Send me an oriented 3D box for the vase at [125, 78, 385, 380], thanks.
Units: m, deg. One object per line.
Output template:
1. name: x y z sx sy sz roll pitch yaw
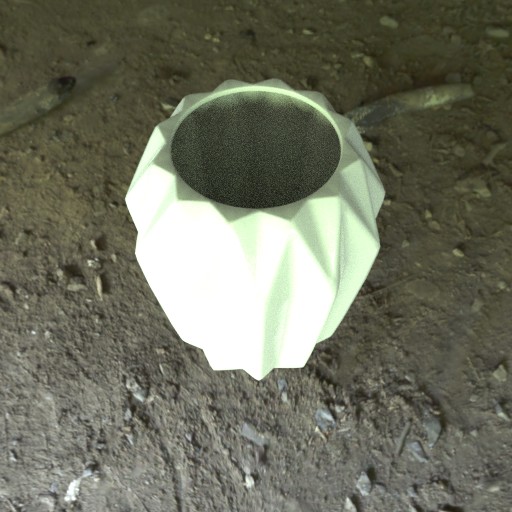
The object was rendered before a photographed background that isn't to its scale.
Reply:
1. vase: 0.000 0.000 0.400 0.195 0.275 0.195 0 57 0
